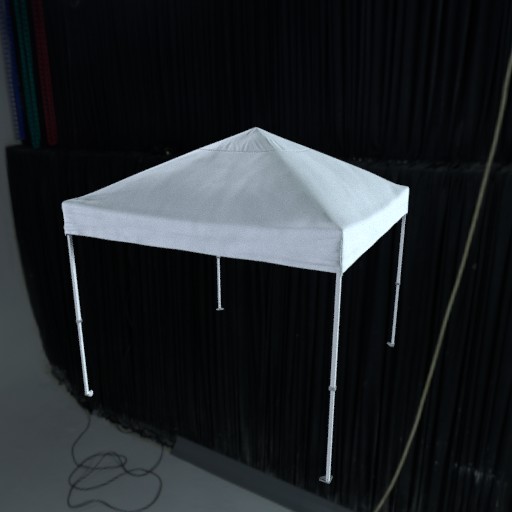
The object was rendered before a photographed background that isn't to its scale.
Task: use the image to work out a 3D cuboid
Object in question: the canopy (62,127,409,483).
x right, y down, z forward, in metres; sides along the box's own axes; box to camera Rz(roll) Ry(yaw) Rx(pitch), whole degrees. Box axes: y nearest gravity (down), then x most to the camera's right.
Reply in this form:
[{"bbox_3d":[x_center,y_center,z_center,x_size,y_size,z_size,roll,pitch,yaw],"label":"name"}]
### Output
[{"bbox_3d":[0.000,0.000,5.371,2.998,2.997,2.996,8,18,26],"label":"canopy"}]
